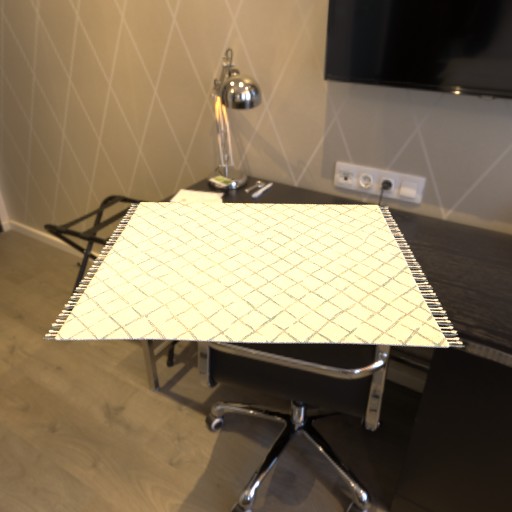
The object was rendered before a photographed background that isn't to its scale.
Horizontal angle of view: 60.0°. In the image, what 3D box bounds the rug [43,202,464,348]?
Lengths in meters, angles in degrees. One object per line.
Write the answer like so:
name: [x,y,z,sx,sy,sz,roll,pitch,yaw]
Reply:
rug: [0.000,0.000,4.967,3.585,0.036,2.892,1,30,1]
